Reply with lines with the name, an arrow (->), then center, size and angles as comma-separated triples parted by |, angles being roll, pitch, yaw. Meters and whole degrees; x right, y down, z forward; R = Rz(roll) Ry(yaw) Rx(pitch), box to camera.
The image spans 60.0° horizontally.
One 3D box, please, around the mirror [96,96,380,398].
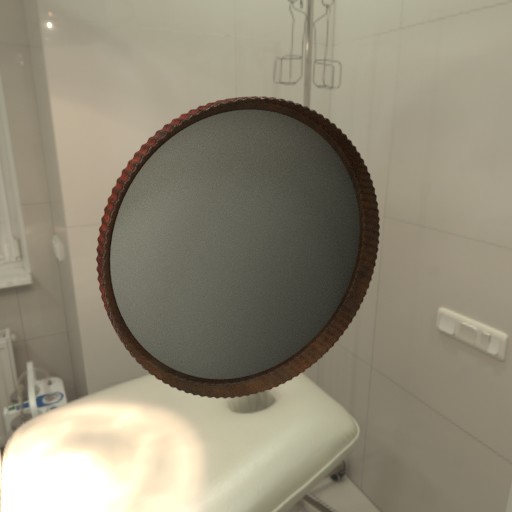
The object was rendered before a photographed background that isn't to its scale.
mirror -> 0.000, 0.000, 0.899 | 0.609, 0.609, 0.056 | -9, 19, -26
